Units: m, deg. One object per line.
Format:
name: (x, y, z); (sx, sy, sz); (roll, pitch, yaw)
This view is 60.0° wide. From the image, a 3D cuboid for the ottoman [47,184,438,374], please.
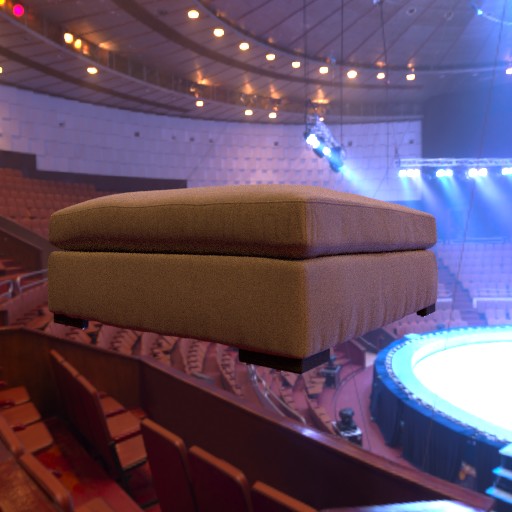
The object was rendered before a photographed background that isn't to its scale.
ottoman: (0.000, 0.000, 1.821); (1.171, 0.517, 1.203); (2, 3, 37)
